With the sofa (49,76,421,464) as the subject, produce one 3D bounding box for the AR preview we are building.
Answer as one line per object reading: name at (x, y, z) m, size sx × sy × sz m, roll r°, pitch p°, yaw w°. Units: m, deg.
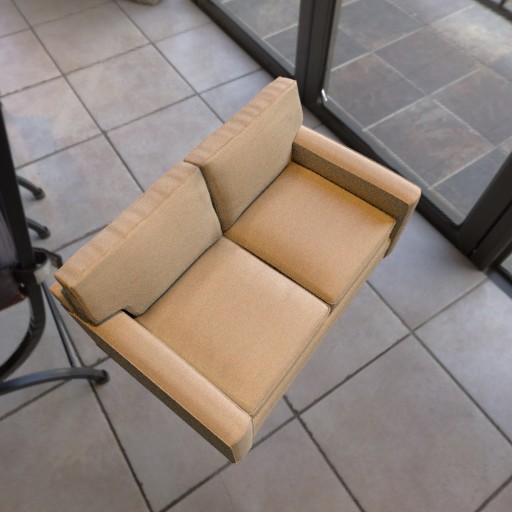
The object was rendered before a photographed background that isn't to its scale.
sofa at (0.000, 0.000, 2.101) m, size 0.942 × 0.853 × 1.484 m, roll 34°, pitch 65°, yaw 18°
